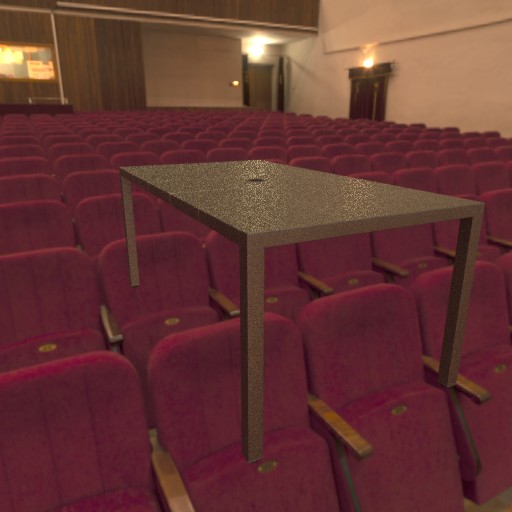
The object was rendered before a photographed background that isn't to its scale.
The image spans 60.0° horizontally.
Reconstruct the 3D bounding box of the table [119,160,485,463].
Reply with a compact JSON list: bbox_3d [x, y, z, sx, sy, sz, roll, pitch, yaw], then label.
[{"bbox_3d":[0.000,0.000,2.149,0.914,0.735,1.680,-9,20,-26],"label":"table"}]
